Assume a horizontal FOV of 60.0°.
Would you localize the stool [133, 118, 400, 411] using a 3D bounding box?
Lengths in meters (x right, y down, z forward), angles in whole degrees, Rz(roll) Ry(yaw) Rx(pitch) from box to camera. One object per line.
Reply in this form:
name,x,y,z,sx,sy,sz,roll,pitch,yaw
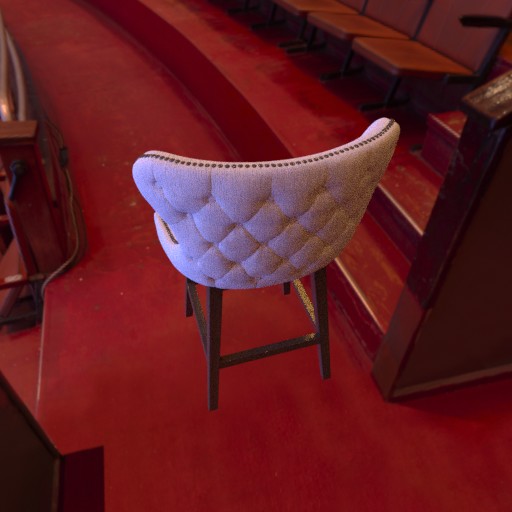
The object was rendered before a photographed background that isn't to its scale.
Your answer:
stool,0.000,0.000,1.364,0.615,0.972,0.597,-11,43,-12
